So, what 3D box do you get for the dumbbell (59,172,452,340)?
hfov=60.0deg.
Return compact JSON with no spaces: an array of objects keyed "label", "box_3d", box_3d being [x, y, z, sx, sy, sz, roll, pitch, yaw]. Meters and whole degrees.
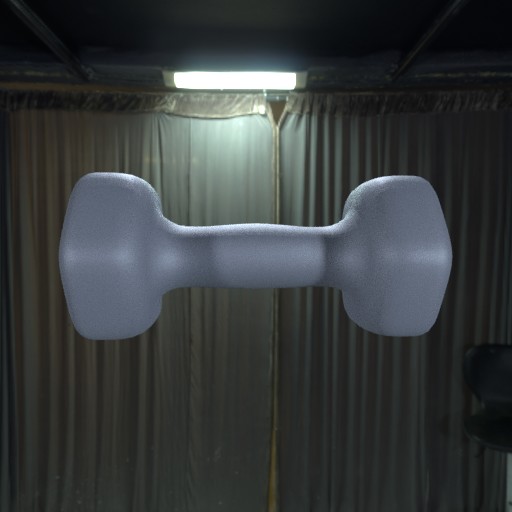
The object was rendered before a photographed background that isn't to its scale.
[{"label":"dumbbell","box_3d":[0.000,0.000,0.301,0.240,0.105,0.116,0,0,-3]}]
